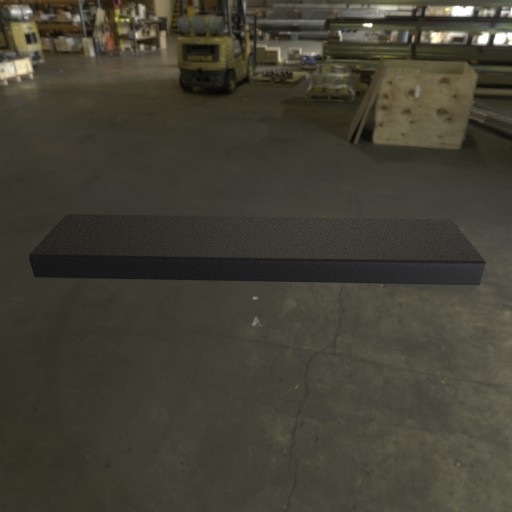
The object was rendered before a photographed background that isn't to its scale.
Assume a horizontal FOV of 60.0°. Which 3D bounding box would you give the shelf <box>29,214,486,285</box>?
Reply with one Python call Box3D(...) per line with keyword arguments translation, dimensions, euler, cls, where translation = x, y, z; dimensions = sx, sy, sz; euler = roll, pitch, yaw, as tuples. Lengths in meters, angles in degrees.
Box3D(translation=(0.000, 0.000, 0.495), dimensions=(0.456, 0.053, 0.102), euler=(1, 31, 2), cls="shelf")
